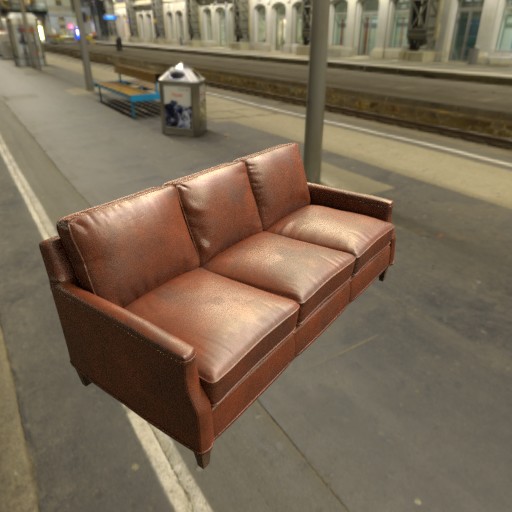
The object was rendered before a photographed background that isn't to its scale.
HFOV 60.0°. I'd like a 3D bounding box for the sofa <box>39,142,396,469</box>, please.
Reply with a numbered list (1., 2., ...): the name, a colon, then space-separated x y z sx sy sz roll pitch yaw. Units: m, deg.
1. sofa: 0.000 0.000 2.814 1.084 1.003 2.240 19 32 32
